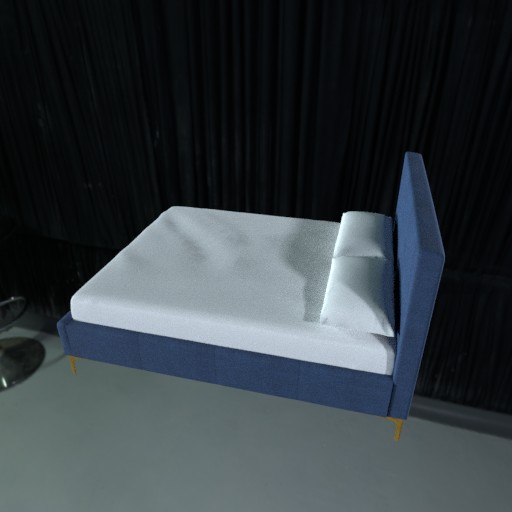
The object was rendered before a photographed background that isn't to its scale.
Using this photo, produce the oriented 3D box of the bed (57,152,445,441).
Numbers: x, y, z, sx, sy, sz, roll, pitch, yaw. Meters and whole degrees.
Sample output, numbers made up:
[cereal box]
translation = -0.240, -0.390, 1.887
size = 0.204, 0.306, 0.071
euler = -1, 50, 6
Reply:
[bed]
translation = 0.000, 0.000, 3.194
size = 2.172, 1.231, 1.723
euler = 7, 30, 13
